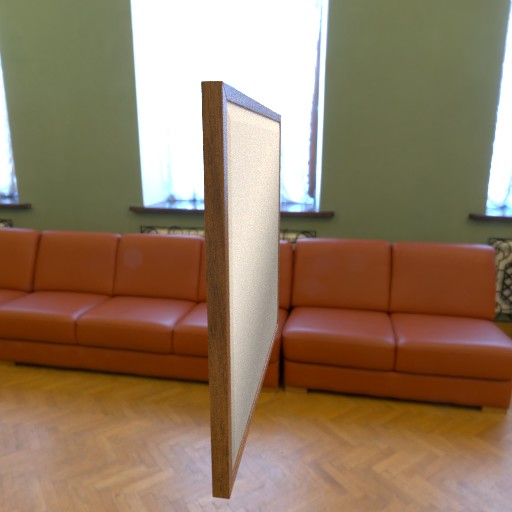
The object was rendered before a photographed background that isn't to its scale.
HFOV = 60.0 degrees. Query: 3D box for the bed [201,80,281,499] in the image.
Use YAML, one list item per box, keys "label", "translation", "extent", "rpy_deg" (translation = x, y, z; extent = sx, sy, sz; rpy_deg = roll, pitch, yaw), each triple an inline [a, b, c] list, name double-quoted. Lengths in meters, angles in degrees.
- label: "bed"
  translation: [0.000, 0.000, 1.445]
  extent: [0.043, 0.940, 1.041]
  rpy_deg: [2, 14, 9]
